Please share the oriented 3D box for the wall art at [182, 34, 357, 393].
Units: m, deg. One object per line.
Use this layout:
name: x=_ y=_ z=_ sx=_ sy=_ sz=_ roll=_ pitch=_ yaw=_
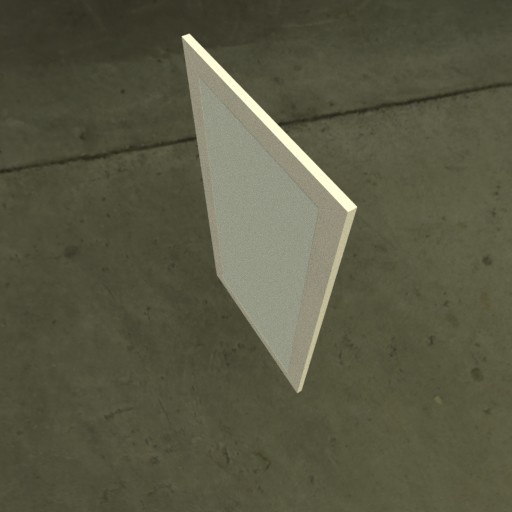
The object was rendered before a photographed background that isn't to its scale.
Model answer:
wall art: x=0.000 y=0.000 z=0.841 sx=0.013 sy=0.683 sz=0.380 roll=-28 pitch=62 yaw=-17
